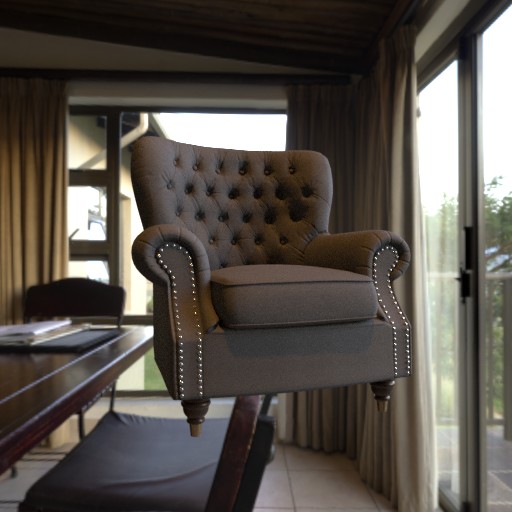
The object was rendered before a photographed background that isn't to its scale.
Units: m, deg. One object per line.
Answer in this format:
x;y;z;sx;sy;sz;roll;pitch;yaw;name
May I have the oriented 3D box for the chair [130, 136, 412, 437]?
0.000;0.000;1.754;0.983;1.046;0.983;0;-1;-19;chair
